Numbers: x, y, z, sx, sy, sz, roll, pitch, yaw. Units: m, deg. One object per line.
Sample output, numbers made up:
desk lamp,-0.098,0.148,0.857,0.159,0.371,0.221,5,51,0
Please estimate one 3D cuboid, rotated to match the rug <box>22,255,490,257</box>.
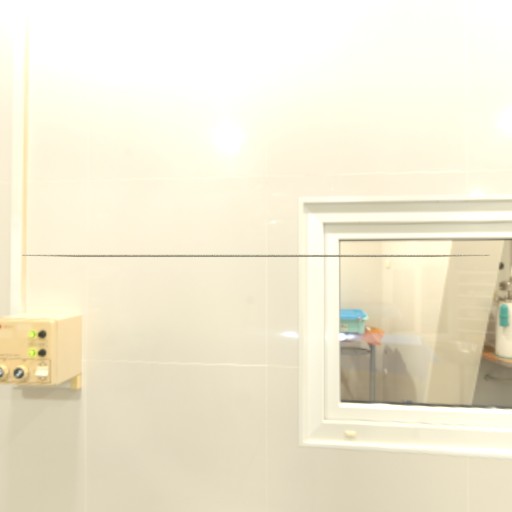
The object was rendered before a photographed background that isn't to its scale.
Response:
rug,0.000,0.000,2.646,2.437,0.005,0.688,0,-1,0
